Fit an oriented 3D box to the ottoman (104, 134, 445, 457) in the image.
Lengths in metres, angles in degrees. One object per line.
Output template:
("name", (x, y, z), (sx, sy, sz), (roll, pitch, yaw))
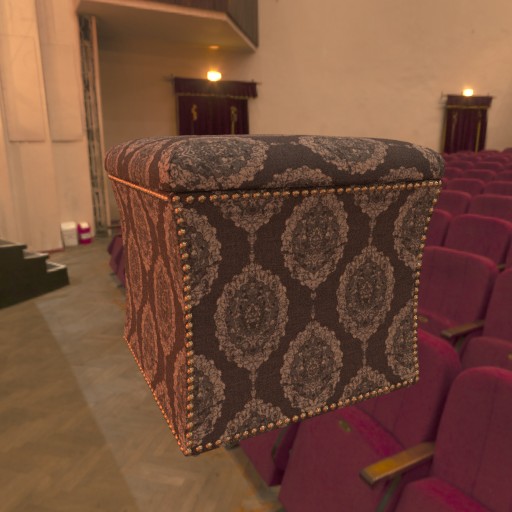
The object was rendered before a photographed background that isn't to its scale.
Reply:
("ottoman", (0.000, 0.000, 0.898), (0.507, 0.475, 0.497), (-7, 16, -26))
